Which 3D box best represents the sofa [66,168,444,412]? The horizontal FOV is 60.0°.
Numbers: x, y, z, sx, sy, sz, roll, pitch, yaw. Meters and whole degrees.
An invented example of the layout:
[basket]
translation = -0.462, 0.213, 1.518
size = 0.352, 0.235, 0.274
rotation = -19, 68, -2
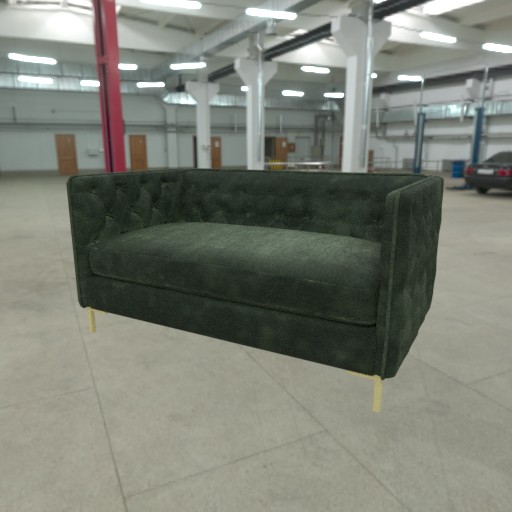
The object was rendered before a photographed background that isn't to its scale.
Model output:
[sofa]
translation = 0.000, 0.000, 2.112
size = 1.537, 0.768, 0.895
rotation = 7, 16, 28
